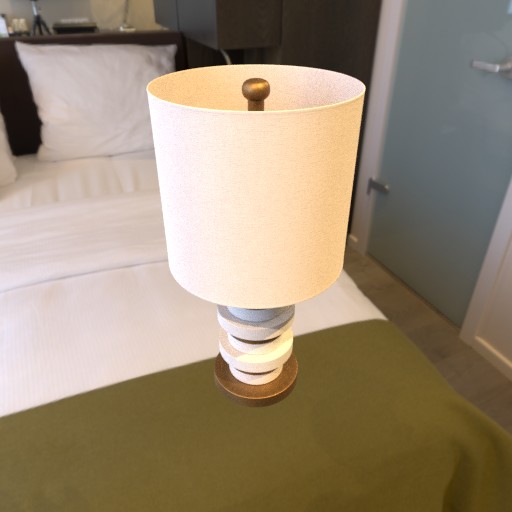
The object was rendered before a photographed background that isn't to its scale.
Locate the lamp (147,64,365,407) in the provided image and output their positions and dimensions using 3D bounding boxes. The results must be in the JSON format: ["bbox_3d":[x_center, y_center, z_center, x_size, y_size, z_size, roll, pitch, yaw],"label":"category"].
[{"bbox_3d":[0.000,0.000,0.542,0.210,0.410,0.210,22,38,30],"label":"lamp"}]
